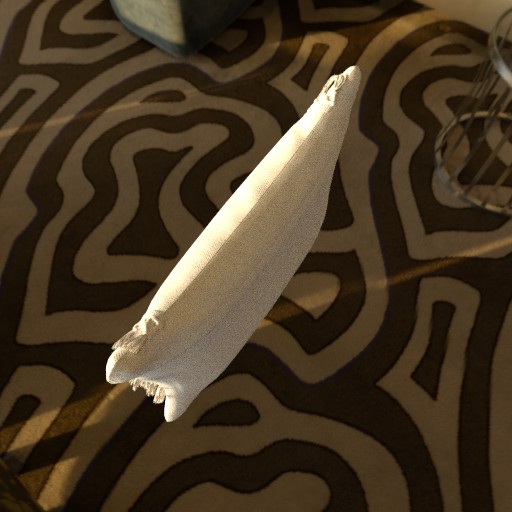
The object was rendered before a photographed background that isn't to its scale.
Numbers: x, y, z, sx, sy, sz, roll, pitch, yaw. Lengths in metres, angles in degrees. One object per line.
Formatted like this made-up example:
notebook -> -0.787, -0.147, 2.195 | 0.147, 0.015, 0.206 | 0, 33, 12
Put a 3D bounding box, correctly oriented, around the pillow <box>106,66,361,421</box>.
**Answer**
pillow -> 0.000, 0.000, 0.596 | 0.084, 0.305, 0.466 | 30, 66, 15
